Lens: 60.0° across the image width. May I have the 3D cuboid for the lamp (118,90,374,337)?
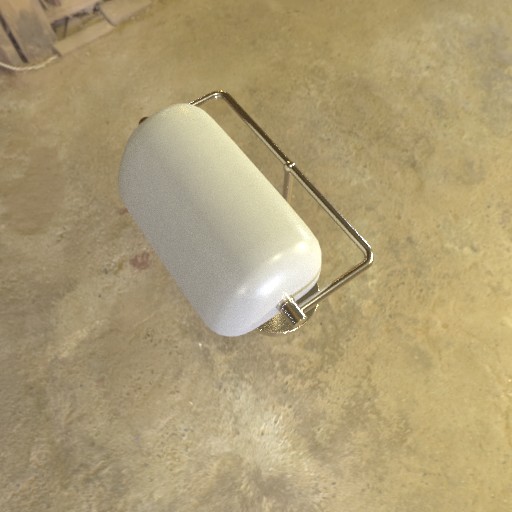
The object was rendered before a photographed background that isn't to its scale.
[{"bbox_3d":[0.000,0.000,0.567,0.227,0.404,0.269,-32,68,-15],"label":"lamp"}]
